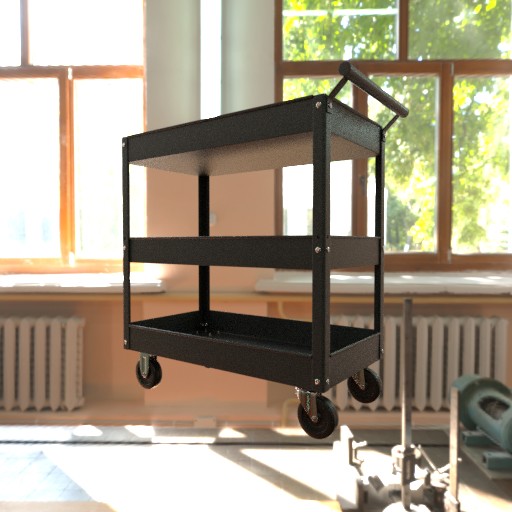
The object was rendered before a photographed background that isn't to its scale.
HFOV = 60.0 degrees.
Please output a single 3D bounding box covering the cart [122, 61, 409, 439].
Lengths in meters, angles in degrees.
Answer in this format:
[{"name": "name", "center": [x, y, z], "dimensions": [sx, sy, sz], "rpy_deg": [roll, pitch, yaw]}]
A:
[{"name": "cart", "center": [0.000, 0.000, 1.227], "dimensions": [0.719, 0.780, 0.366], "rpy_deg": [1, 2, 36]}]
